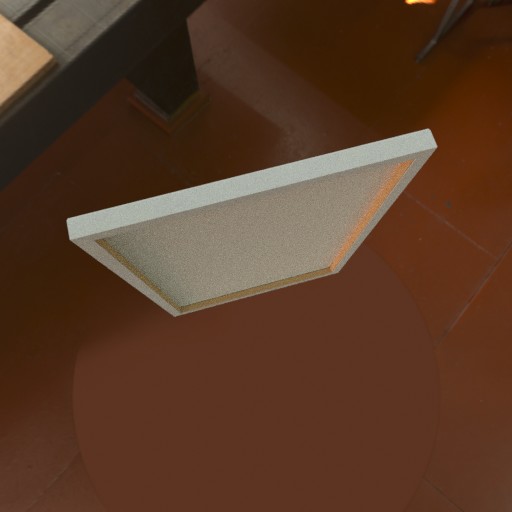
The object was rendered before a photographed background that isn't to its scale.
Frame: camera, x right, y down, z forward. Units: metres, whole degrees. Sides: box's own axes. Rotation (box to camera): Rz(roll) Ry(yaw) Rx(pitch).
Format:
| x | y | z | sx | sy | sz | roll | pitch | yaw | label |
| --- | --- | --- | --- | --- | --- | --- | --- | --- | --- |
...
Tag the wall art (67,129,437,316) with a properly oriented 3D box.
| x | y | z | sx | sy | sz | roll | pitch | yaw | label |
| --- | --- | --- | --- | --- | --- | --- | --- | --- | --- |
| 0.000 | 0.000 | 1.151 | 0.607 | 0.912 | 0.038 | -15 | 75 | -4 | wall art |
